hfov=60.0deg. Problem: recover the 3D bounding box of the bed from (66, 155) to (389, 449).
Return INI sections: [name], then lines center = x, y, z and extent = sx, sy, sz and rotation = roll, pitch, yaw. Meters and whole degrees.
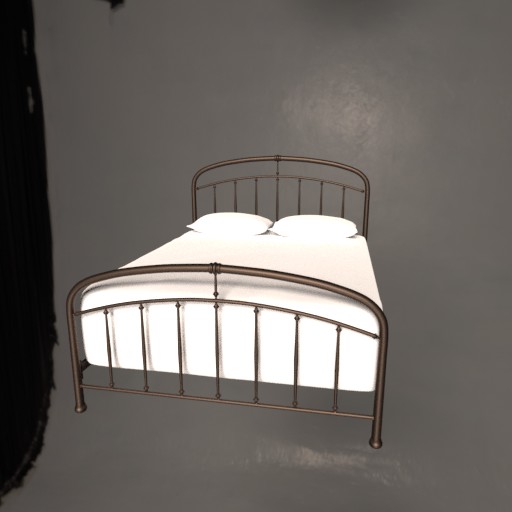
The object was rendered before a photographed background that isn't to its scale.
[bed]
center = 0.000, 0.000, 3.245
extent = 1.711, 1.425, 2.180
rotation = 3, 14, 11
